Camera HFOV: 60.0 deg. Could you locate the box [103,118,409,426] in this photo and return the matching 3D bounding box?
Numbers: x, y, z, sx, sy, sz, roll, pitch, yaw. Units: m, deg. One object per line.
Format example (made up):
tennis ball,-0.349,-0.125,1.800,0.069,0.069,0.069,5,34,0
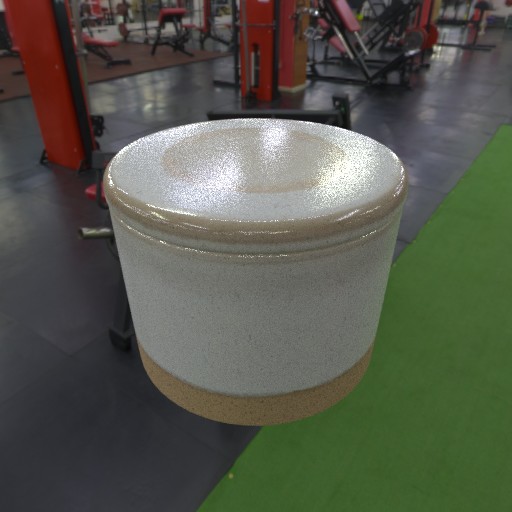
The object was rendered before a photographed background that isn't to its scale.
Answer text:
box,0.000,0.000,0.262,0.154,0.123,0.154,0,32,0
